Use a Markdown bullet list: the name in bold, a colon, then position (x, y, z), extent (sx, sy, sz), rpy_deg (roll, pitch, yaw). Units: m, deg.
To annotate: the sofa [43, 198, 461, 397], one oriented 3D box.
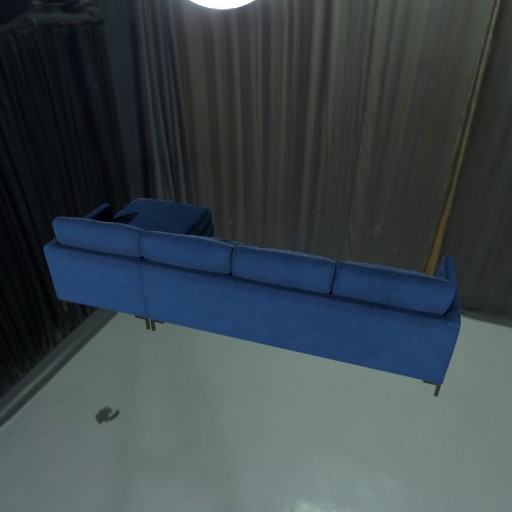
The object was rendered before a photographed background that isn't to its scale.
- **sofa**: position (0.000, 0.000, 3.523), extent (2.932, 0.810, 1.350), rpy_deg (10, 33, 15)
